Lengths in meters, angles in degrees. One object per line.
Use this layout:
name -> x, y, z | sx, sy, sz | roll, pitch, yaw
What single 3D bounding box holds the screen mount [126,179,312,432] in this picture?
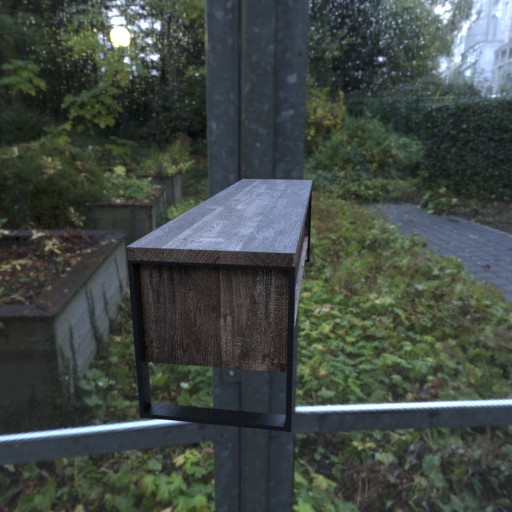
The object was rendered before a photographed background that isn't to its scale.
screen mount -> 0.000, 0.000, 1.767 | 0.395, 0.450, 1.524 | 2, 16, 8
